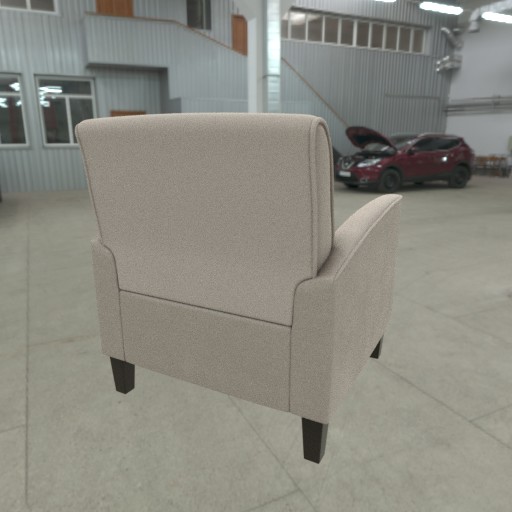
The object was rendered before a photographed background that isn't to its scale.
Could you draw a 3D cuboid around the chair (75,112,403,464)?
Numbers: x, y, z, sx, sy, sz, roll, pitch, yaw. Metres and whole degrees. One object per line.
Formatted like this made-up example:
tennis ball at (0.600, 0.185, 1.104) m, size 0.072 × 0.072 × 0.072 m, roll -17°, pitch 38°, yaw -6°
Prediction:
chair at (0.000, 0.000, 1.537) m, size 0.820 × 0.915 × 0.820 m, roll 8°, pitch 17°, yaw 27°
